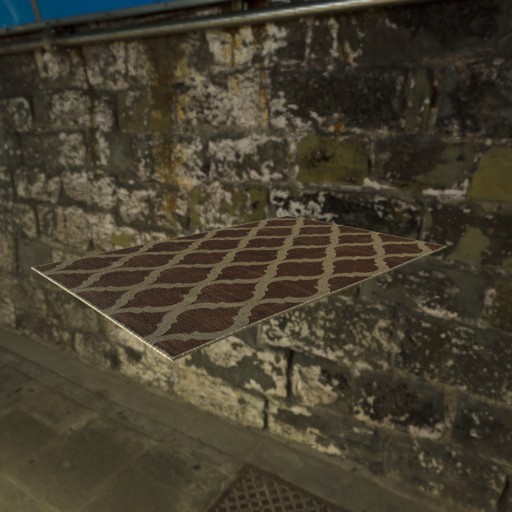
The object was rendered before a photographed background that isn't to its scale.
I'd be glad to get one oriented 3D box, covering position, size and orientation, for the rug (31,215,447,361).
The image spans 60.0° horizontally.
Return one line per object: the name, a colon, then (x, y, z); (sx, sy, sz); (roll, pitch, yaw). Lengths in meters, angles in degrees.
rug: (0.000, 0.000, 2.885); (2.284, 0.008, 1.522); (-15, 22, -42)
